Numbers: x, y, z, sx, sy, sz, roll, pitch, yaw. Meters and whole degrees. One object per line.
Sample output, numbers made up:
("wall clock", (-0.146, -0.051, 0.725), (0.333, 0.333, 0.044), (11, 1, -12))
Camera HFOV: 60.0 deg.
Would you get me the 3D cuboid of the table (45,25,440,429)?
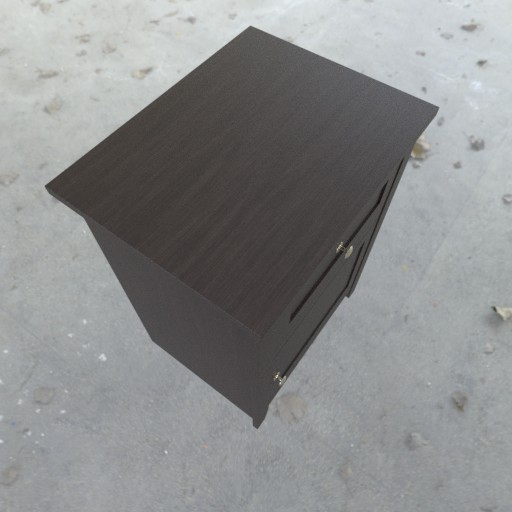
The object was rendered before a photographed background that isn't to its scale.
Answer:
("table", (0.000, 0.000, 0.931), (0.381, 0.635, 0.480), (32, 64, 18))
